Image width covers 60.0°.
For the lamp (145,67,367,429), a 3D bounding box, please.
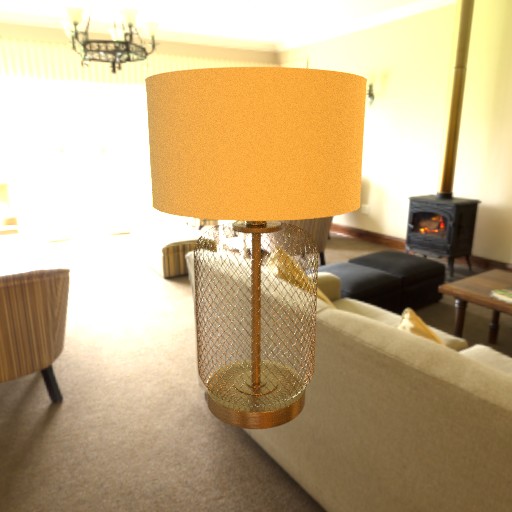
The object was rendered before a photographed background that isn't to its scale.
[{"bbox_3d":[0.000,0.000,0.793,0.353,0.578,0.353,0,15,0],"label":"lamp"}]
